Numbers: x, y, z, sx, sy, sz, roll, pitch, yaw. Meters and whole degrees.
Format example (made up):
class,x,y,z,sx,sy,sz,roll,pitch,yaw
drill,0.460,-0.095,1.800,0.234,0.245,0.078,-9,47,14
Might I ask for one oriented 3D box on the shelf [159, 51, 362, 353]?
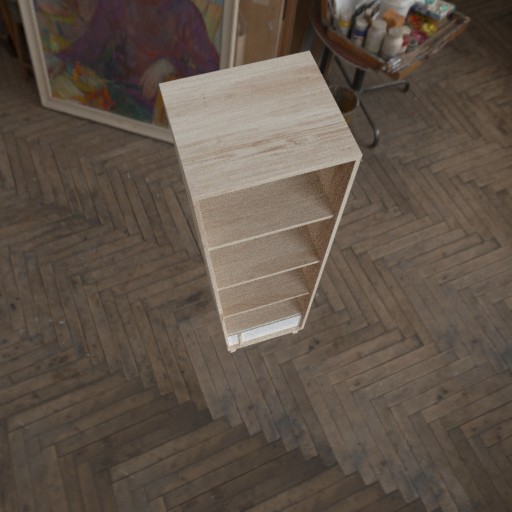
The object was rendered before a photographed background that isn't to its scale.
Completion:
class,x,y,z,sx,sy,sz,roll,pitch,yaw
shelf,0.000,0.000,2.233,0.510,1.960,0.450,-15,66,-7
